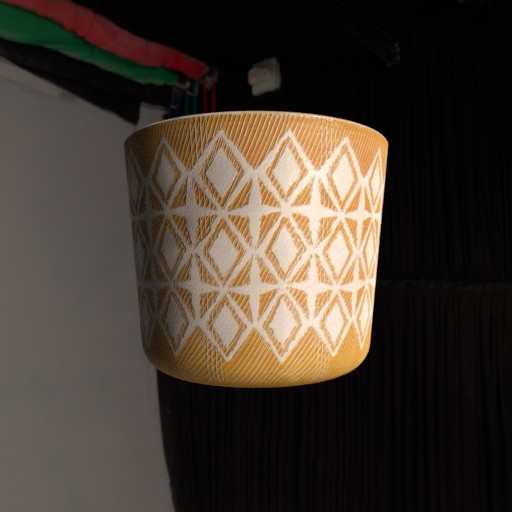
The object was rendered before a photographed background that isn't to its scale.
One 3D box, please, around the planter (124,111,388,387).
[{"bbox_3d":[0.000,0.000,0.222,0.126,0.104,0.126,0,0,0],"label":"planter"}]
